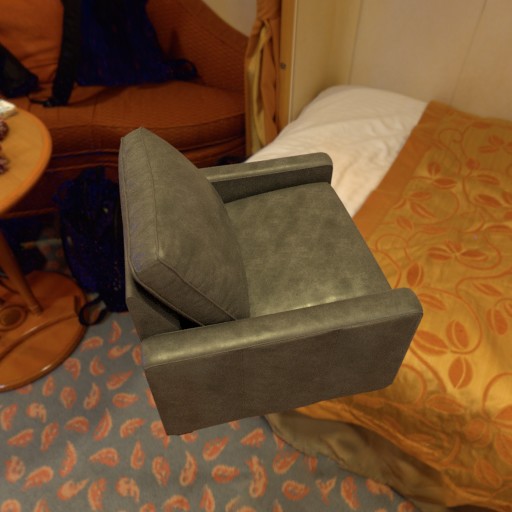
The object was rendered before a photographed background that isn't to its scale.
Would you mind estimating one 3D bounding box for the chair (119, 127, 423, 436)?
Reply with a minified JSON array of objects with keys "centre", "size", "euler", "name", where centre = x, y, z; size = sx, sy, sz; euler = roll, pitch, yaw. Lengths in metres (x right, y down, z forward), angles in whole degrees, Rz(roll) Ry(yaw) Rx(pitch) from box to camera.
[{"centre":[0.000,0.000,1.807],"size":[0.939,0.916,1.006],"euler":[-10,47,-9],"name":"chair"}]
